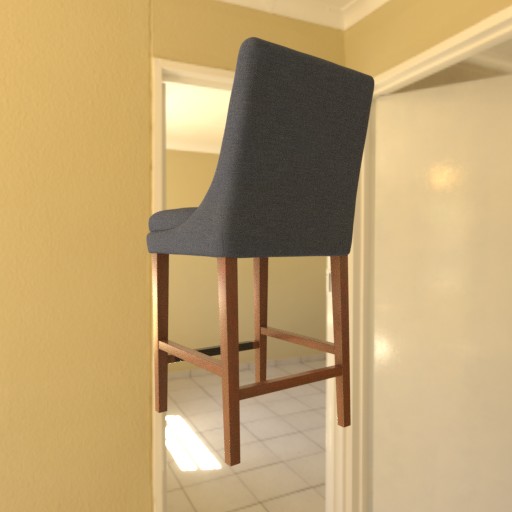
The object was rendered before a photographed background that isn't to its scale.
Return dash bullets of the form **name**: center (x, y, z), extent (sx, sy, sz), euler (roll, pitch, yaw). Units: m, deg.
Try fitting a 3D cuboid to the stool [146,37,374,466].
- **stool**: center (0.000, 0.000, 1.303), extent (0.470, 0.981, 0.577), euler (-1, 2, -36)
